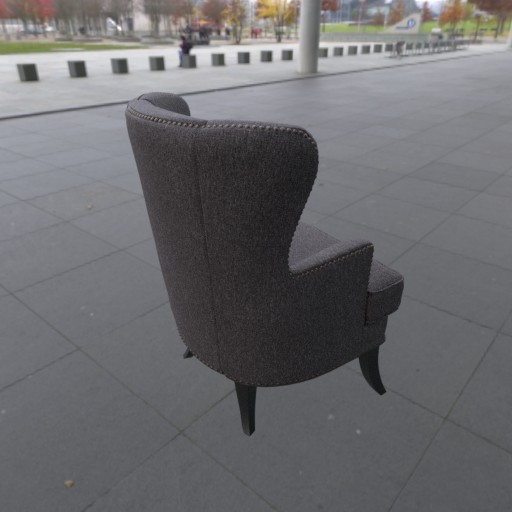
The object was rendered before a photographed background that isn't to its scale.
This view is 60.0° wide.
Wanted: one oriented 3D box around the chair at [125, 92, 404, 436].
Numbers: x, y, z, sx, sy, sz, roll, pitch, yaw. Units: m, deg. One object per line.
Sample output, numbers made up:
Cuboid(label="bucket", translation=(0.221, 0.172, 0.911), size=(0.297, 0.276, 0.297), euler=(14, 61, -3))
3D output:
Cuboid(label="chair", translation=(0.000, 0.000, 1.564), size=(0.758, 1.060, 0.759), euler=(-17, 32, -30))
